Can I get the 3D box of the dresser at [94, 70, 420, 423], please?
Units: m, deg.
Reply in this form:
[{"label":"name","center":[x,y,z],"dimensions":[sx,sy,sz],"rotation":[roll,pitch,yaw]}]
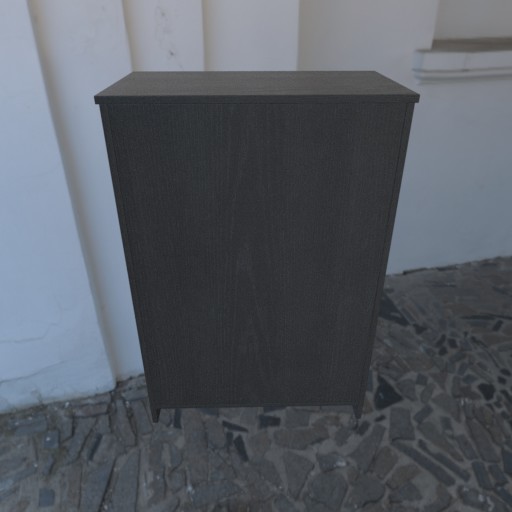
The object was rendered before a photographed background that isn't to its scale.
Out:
[{"label":"dresser","center":[0.000,0.000,1.373],"dimensions":[0.700,1.020,0.398],"rotation":[-1,30,-1]}]
